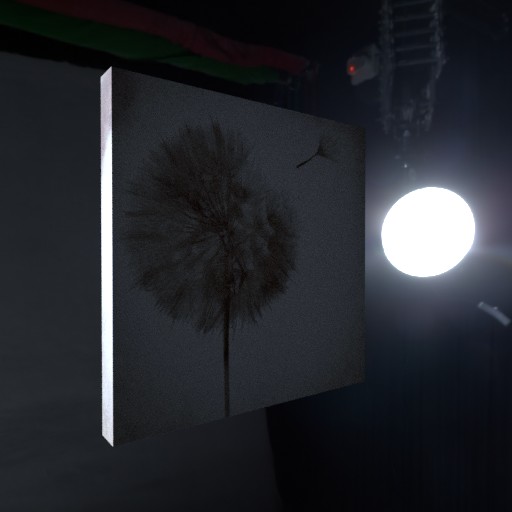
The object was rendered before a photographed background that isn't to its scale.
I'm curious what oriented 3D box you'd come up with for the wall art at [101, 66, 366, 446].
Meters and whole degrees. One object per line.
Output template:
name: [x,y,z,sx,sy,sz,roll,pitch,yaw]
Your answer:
wall art: [0.000,0.000,0.453,0.303,0.303,0.028,-1,1,-36]
